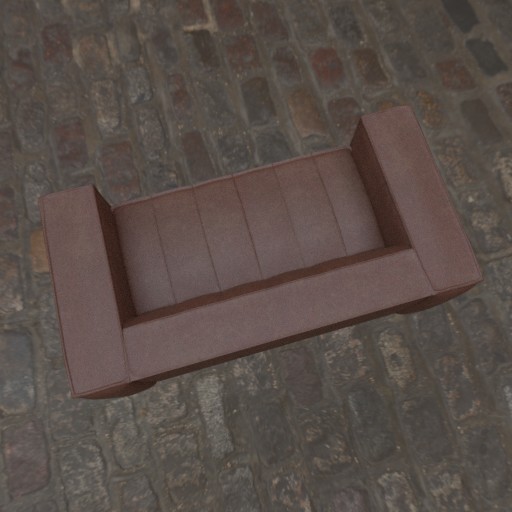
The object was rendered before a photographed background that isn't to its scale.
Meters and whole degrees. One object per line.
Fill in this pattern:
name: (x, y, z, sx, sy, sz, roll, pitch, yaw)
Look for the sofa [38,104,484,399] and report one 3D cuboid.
sofa: (0.000, 0.000, 2.542, 2.088, 0.703, 1.102, -15, 75, -4)
